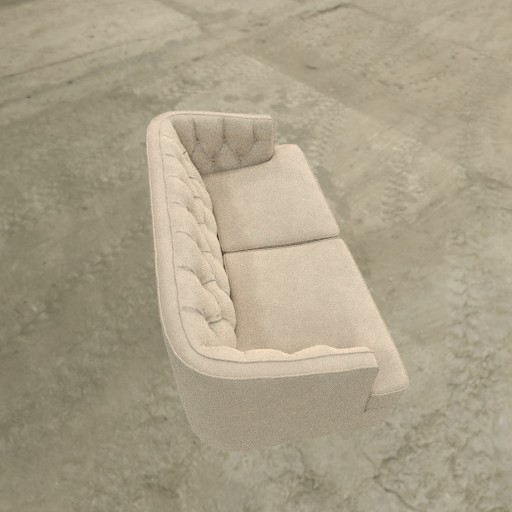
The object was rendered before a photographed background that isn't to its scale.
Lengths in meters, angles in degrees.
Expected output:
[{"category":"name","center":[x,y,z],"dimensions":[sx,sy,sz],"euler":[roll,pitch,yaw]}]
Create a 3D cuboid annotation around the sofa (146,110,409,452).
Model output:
[{"category":"sofa","center":[0.000,0.000,2.282],"dimensions":[0.940,0.878,1.731],"euler":[-9,49,-8]}]
